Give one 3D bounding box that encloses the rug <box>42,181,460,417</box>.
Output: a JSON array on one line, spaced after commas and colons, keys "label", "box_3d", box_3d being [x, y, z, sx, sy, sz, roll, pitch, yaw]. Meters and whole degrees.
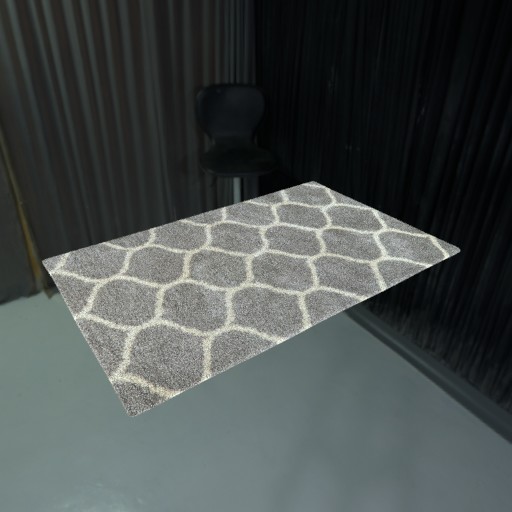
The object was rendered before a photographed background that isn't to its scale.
[{"label": "rug", "box_3d": [0.000, 0.000, 2.939, 2.348, 0.025, 1.501, -20, 37, -30]}]
